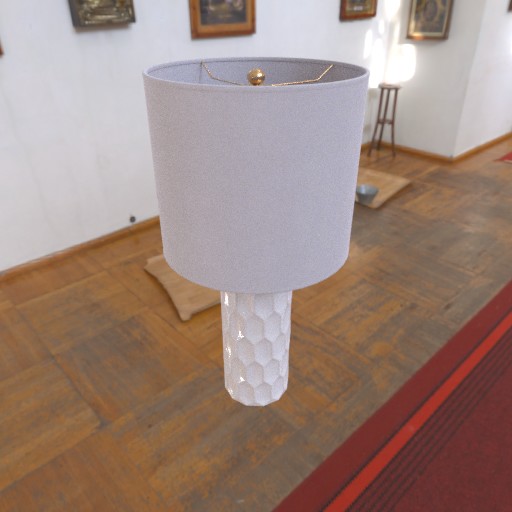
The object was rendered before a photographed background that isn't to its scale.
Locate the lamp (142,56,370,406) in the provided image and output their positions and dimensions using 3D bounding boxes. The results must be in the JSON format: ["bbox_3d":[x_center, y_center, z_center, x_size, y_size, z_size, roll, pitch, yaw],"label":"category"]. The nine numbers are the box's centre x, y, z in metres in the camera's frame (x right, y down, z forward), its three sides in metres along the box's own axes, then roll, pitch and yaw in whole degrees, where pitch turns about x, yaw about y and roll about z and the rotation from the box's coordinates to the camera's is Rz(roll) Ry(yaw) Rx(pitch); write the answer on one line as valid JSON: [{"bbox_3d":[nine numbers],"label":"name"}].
[{"bbox_3d":[0.000,0.000,0.683,0.277,0.537,0.277,1,30,2],"label":"lamp"}]
